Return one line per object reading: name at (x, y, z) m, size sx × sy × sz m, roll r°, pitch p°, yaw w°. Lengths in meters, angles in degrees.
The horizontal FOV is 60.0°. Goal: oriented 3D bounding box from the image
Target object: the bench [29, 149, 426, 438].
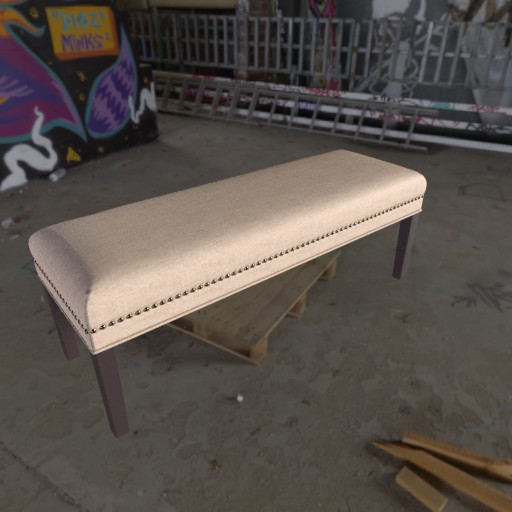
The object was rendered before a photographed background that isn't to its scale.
bench at (0.000, 0.000, 1.444) m, size 1.219 × 0.457 × 0.410 m, roll -22°, pitch 36°, yaw -33°
